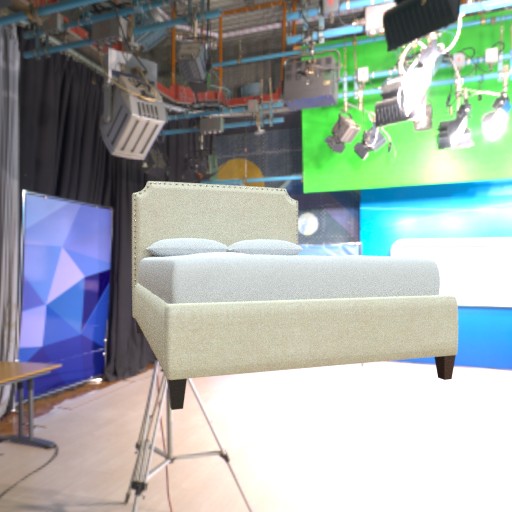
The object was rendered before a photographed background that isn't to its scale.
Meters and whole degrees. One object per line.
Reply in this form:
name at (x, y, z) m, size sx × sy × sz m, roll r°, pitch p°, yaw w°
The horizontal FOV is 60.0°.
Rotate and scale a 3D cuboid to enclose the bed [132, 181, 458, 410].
bed at (0.000, 0.000, 3.422) m, size 1.713 × 1.457 × 2.381 m, roll 0°, pitch 0°, yaw -19°
